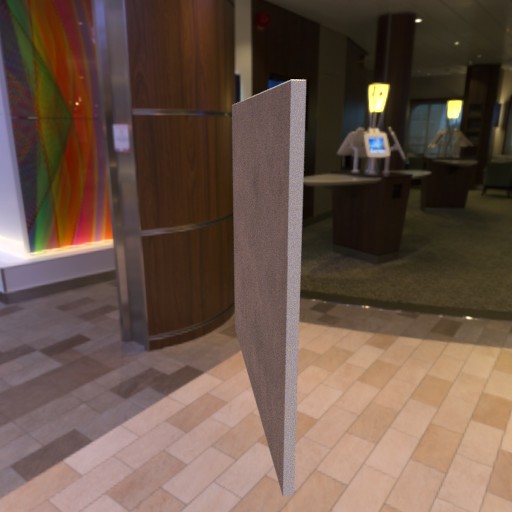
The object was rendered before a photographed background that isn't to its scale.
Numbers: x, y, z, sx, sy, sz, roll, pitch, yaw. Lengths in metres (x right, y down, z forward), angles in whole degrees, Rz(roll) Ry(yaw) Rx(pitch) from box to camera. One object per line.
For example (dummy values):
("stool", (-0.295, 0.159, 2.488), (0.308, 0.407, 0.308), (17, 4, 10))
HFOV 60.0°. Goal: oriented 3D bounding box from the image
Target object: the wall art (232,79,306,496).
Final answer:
("wall art", (0.000, 0.000, 0.977), (0.020, 0.661, 0.664), (-3, 16, -9))
